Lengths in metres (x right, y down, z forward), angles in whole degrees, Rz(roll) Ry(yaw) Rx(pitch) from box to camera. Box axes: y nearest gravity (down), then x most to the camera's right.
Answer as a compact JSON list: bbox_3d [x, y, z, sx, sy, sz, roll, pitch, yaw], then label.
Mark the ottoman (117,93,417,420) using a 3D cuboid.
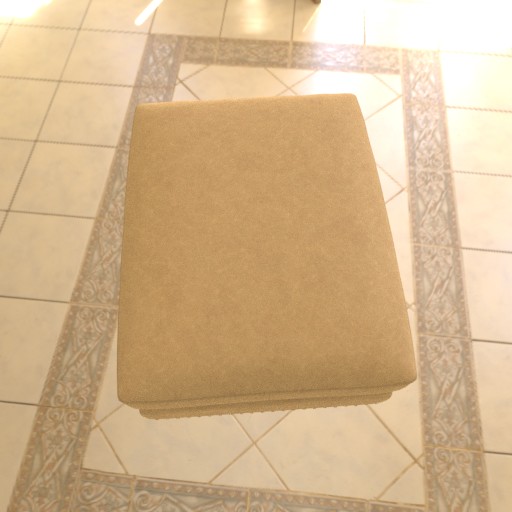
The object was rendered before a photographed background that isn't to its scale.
[{"bbox_3d":[0.000,0.000,1.138,0.584,0.513,0.741,-4,65,-2],"label":"ottoman"}]
